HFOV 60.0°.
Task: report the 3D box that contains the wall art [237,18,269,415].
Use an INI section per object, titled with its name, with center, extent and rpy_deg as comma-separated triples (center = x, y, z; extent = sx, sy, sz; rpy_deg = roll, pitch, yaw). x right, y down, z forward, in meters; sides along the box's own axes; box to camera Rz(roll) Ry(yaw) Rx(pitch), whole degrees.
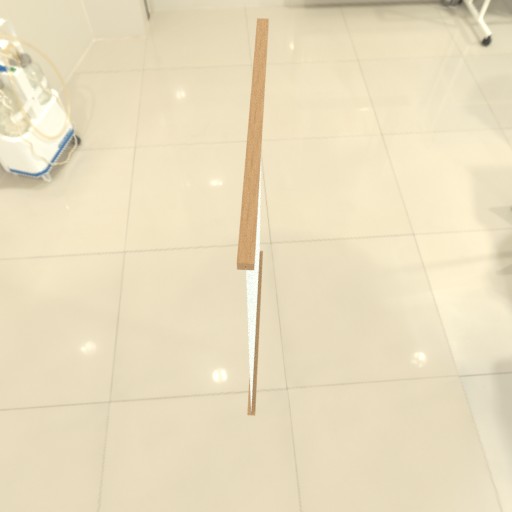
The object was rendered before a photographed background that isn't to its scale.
[wall art]
center = 0.000, 0.000, 0.645
extent = 0.013, 0.510, 0.335
rpy_deg = 2, 58, 1
